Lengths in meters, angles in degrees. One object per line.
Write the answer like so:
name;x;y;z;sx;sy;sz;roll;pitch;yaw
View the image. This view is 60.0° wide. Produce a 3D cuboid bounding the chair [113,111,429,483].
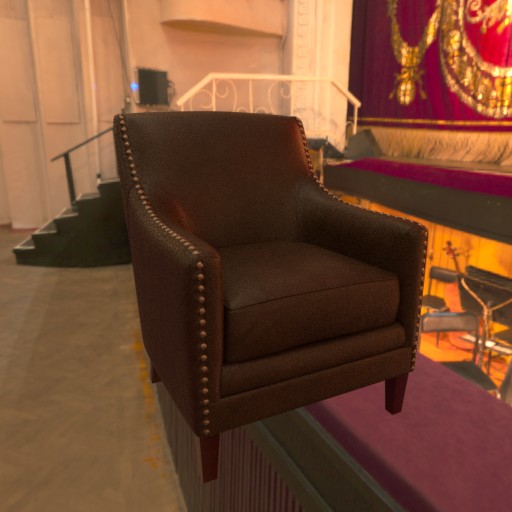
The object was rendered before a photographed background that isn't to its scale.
chair;0.000;0.000;1.273;0.639;0.813;0.704;-8;18;-26
